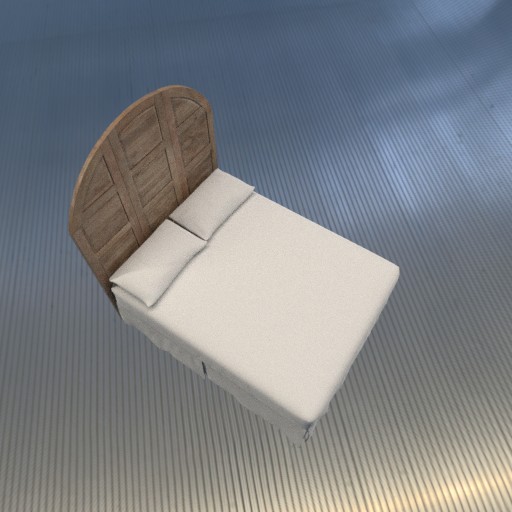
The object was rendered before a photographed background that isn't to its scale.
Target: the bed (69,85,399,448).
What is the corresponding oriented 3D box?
[{"bbox_3d":[0.000,0.000,3.541,2.112,2.002,1.713,29,62,17],"label":"bed"}]
